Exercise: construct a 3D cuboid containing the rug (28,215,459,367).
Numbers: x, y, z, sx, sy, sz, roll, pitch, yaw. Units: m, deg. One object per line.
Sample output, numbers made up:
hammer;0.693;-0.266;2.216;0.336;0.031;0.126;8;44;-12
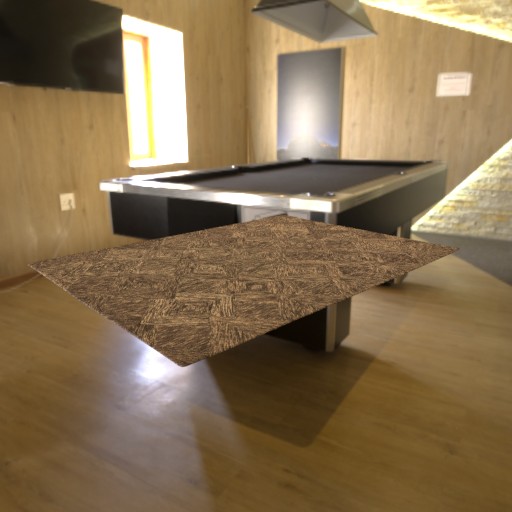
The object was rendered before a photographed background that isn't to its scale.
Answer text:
rug;0.000;0.000;5.125;4.093;0.020;2.997;-15;22;-41
